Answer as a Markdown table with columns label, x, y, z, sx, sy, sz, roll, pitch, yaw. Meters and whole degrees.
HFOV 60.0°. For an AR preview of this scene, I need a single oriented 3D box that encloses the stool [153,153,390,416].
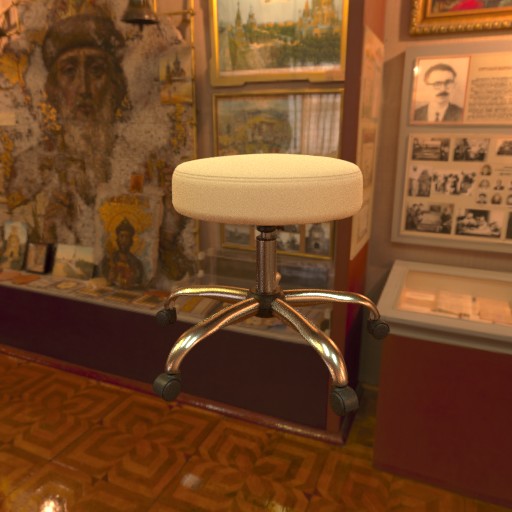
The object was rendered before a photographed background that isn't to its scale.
| label | x | y | z | sx | sy | sz | roll | pitch | yaw |
| --- | --- | --- | --- | --- | --- | --- | --- | --- | --- |
| stool | 0.000 | 0.000 | 1.081 | 0.614 | 0.482 | 0.634 | 8 | 18 | 25 |
